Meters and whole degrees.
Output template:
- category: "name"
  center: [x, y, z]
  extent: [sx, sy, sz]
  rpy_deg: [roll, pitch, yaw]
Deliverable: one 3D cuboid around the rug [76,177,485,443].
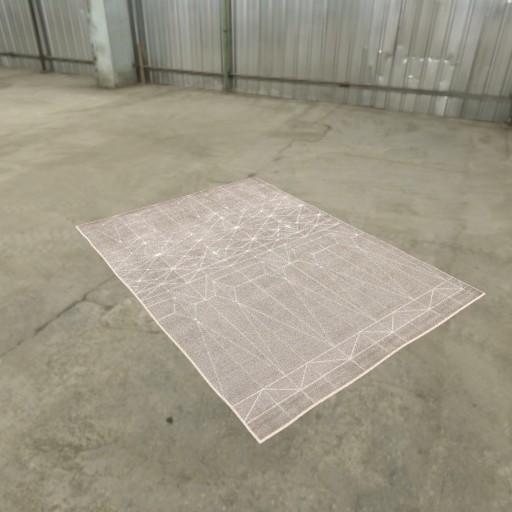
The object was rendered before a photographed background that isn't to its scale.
- category: "rug"
  center: [0.000, 0.000, 4.339]
  extent: [2.449, 0.019, 3.357]
  rpy_deg: [-21, 38, -31]
